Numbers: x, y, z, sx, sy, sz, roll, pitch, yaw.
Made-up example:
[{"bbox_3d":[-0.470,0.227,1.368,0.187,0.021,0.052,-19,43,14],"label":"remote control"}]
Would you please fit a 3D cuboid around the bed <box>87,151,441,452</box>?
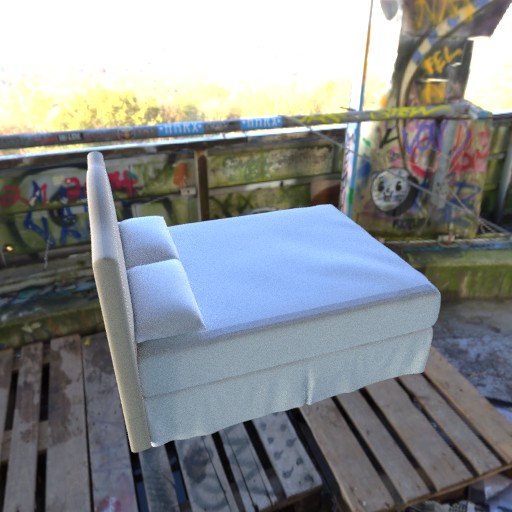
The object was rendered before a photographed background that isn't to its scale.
[{"bbox_3d":[0.000,0.000,3.131,2.052,1.398,1.678,-10,31,-16],"label":"bed"}]
